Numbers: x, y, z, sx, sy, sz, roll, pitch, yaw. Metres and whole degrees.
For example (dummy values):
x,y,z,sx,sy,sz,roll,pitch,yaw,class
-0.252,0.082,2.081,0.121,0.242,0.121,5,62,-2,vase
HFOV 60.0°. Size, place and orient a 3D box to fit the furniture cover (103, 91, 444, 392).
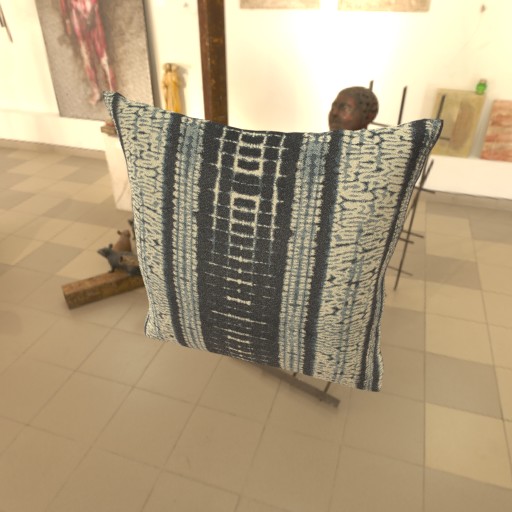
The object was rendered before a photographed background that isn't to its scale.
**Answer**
x,y,z,sx,sy,sz,roll,pitch,yaw,class
0.000,0.000,0.647,0.425,0.435,0.133,10,34,15,furniture cover
